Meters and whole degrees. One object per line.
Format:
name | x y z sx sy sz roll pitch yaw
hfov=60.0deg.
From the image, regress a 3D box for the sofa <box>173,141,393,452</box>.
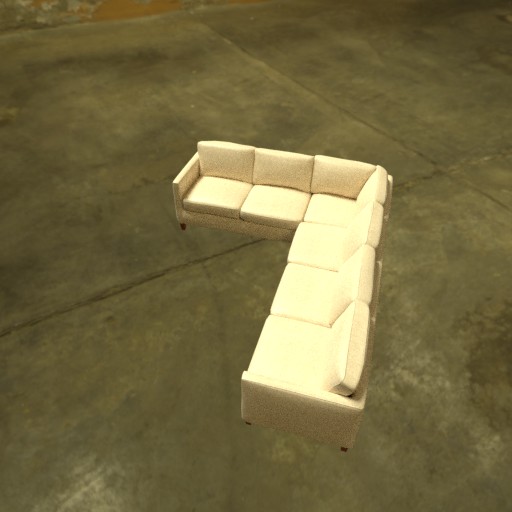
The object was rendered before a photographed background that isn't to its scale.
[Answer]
sofa | 0.000 0.000 4.680 2.593 0.947 3.302 11 42 12
